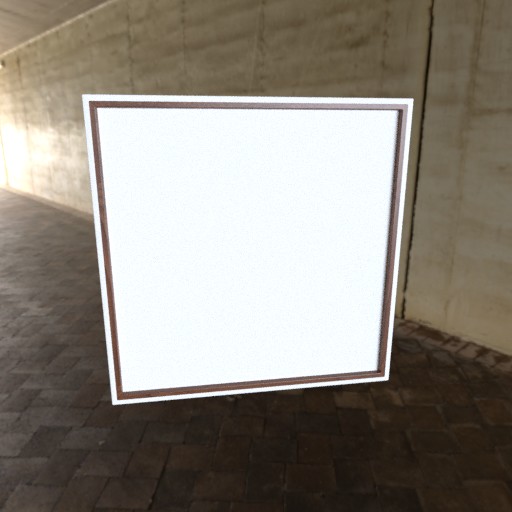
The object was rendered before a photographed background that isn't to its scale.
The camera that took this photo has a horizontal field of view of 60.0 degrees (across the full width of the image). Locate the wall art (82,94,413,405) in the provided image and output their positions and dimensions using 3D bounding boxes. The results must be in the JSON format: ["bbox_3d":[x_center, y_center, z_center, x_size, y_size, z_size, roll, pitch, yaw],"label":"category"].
[{"bbox_3d":[0.000,0.000,1.490,1.009,1.009,0.049,-2,16,-9],"label":"wall art"}]
